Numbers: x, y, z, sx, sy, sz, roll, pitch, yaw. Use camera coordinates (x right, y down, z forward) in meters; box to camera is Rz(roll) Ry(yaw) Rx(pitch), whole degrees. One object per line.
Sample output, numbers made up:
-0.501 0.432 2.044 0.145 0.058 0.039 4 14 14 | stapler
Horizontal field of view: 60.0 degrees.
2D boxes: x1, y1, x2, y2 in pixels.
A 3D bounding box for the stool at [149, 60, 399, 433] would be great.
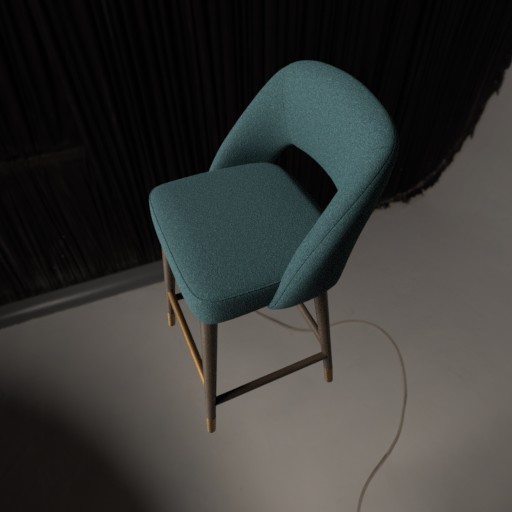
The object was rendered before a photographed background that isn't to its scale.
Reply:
0.000 0.000 1.260 0.522 0.939 0.536 -17 48 -16 | stool
